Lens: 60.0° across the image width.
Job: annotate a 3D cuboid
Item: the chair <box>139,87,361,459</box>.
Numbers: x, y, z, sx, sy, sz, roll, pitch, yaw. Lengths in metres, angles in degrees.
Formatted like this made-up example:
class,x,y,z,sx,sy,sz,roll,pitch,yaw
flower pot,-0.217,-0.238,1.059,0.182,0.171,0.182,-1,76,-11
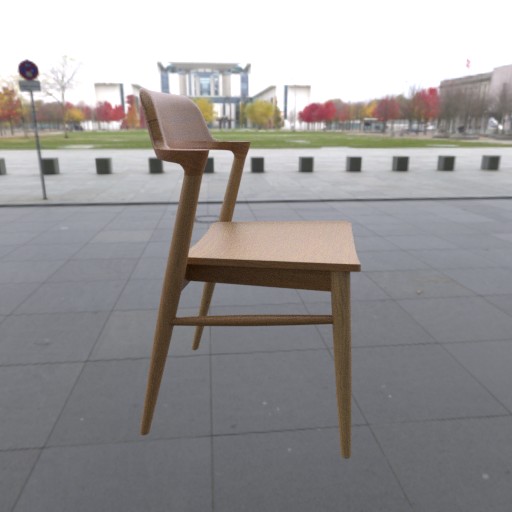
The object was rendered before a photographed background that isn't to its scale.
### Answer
class,x,y,z,sx,sy,sz,roll,pitch,yaw
chair,0.000,0.000,1.127,0.499,0.792,0.512,3,17,9
